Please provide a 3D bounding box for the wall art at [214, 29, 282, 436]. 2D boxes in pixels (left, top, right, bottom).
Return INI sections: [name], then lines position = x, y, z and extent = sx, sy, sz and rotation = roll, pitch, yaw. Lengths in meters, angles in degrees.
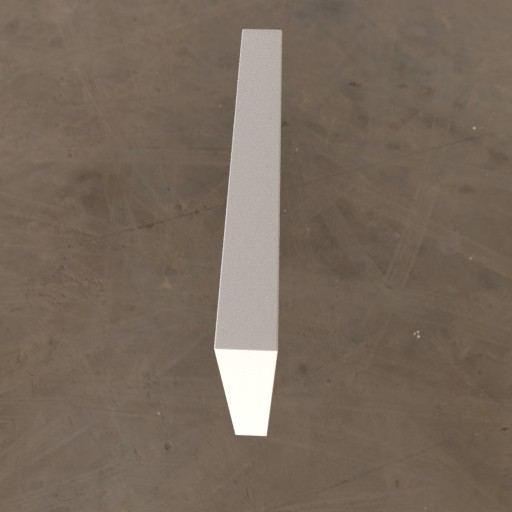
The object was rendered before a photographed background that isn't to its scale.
[wall art]
position = 0.000, 0.000, 0.462
extent = 0.037, 0.305, 0.305
rotation = 2, 60, 1
